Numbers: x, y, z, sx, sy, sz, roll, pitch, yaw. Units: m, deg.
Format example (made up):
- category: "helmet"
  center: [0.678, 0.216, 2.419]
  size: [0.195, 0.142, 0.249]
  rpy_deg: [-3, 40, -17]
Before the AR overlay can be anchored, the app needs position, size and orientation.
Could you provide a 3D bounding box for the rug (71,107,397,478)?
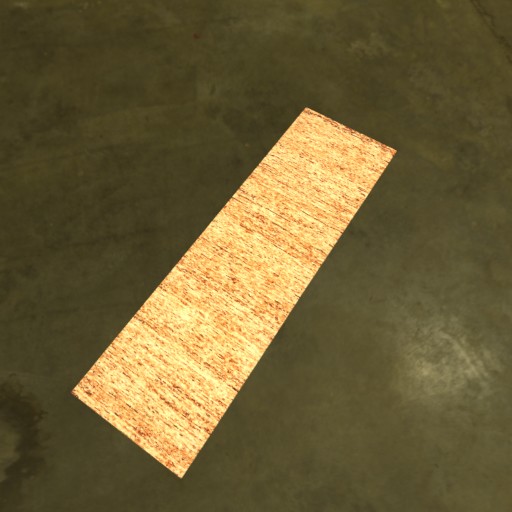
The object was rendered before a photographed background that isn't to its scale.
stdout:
- category: "rug"
  center: [0.000, 0.000, 2.490]
  size: [0.680, 0.014, 2.237]
  rpy_deg: [31, 67, 14]
